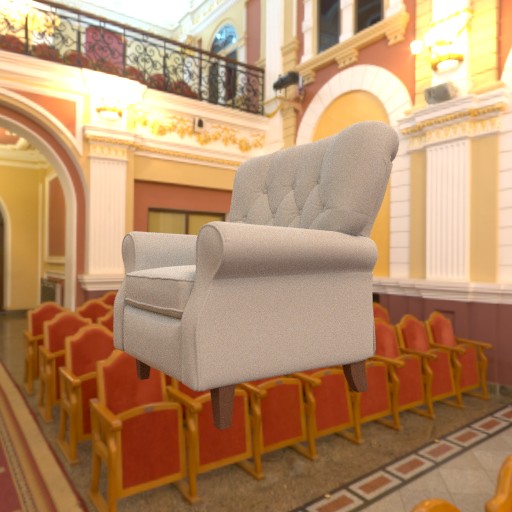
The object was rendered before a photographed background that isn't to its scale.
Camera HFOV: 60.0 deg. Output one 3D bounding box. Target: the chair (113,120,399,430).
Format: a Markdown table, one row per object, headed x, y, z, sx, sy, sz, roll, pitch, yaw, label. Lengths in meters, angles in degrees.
| x | y | z | sx | sy | sz | roll | pitch | yaw | label |
| --- | --- | --- | --- | --- | --- | --- | --- | --- | --- |
| 0.000 | 0.000 | 2.128 | 1.128 | 1.217 | 1.090 | 0 | 0 | -35 | chair |
